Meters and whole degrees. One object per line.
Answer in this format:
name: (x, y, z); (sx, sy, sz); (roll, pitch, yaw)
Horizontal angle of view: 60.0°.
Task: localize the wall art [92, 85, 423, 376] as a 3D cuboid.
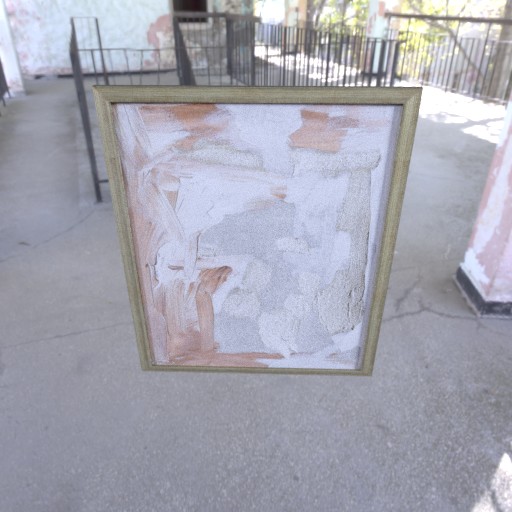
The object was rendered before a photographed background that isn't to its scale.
wall art: (0.000, 0.000, 0.912); (0.559, 0.660, 0.018); (1, 30, 2)
